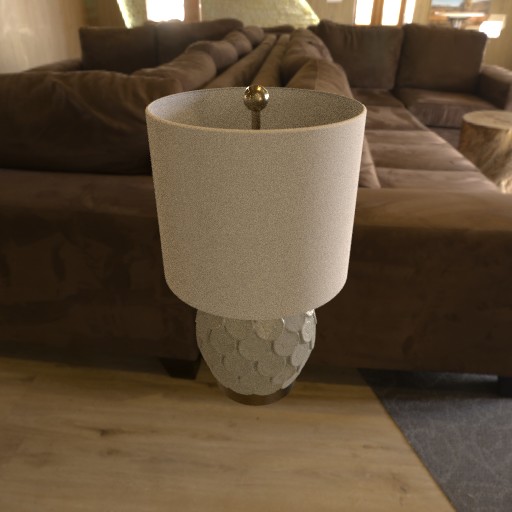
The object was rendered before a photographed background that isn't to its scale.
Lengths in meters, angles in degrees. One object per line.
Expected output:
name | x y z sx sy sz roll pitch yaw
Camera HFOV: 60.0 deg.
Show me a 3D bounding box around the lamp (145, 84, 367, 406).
lamp | 0.000 0.000 0.620 0.254 0.452 0.254 0 30 0
